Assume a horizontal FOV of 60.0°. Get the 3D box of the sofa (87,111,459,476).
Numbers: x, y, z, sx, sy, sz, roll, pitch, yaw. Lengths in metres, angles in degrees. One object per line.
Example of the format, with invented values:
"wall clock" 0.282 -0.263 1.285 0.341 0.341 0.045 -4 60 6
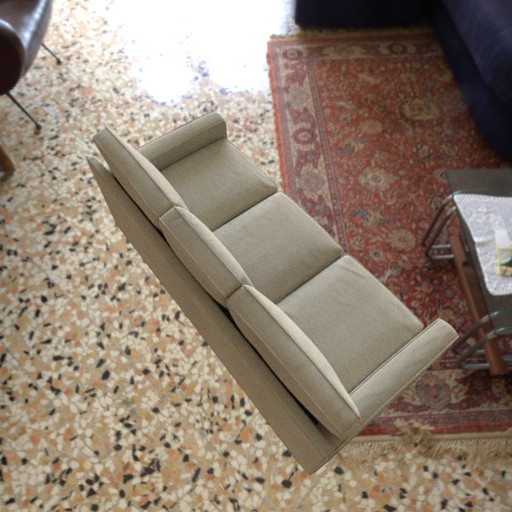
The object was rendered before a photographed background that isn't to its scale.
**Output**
"sofa" 0.000 0.000 2.547 0.936 0.862 2.093 -34 64 -19
